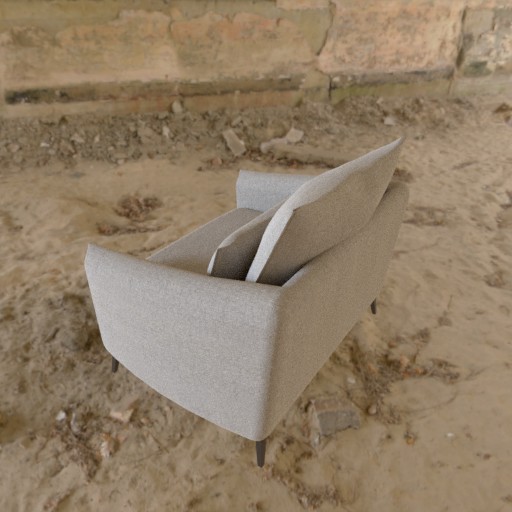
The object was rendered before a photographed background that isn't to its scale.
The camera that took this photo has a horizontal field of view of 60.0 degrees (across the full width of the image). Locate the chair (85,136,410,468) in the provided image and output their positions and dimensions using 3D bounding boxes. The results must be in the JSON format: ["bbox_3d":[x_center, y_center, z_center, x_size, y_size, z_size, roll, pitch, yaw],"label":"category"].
[{"bbox_3d":[0.000,0.000,1.652,0.801,0.856,1.029,20,37,29],"label":"chair"}]
